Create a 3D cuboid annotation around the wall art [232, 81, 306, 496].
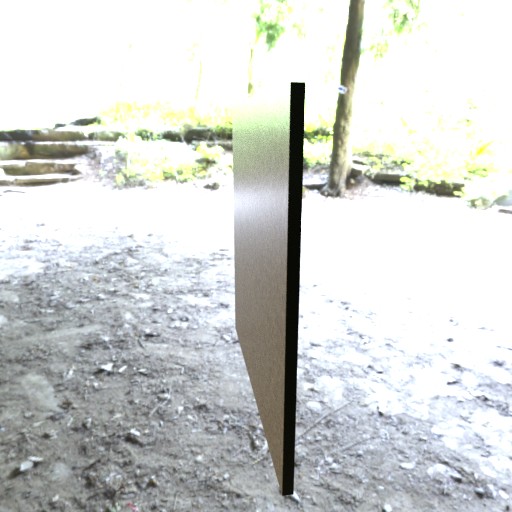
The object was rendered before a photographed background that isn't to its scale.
[{"bbox_3d":[0.000,0.000,0.658,0.014,0.445,0.446,-3,17,-9],"label":"wall art"}]
